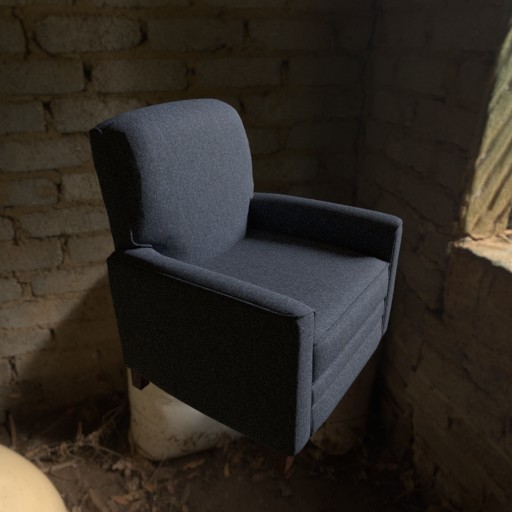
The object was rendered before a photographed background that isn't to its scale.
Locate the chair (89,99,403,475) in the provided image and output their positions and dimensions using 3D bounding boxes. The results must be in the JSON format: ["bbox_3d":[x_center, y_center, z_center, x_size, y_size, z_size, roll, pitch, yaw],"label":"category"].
[{"bbox_3d":[0.000,0.000,1.611,0.850,1.016,0.839,17,31,31],"label":"chair"}]
